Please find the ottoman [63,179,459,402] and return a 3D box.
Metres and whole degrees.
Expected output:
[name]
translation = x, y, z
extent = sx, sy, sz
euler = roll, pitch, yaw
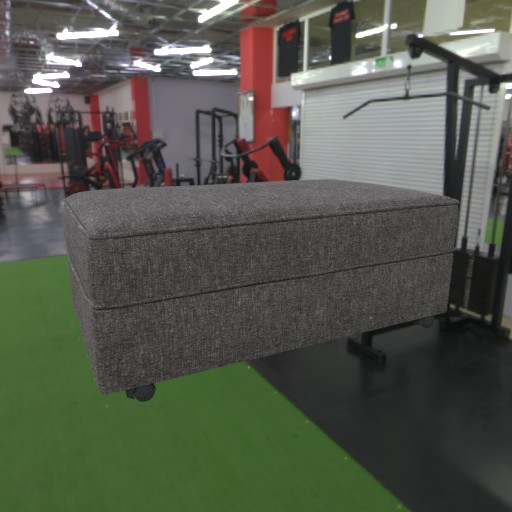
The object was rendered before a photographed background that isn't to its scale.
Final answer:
[ottoman]
translation = 0.000, 0.000, 1.540
extent = 1.184, 0.487, 0.717
euler = -7, 17, -26
